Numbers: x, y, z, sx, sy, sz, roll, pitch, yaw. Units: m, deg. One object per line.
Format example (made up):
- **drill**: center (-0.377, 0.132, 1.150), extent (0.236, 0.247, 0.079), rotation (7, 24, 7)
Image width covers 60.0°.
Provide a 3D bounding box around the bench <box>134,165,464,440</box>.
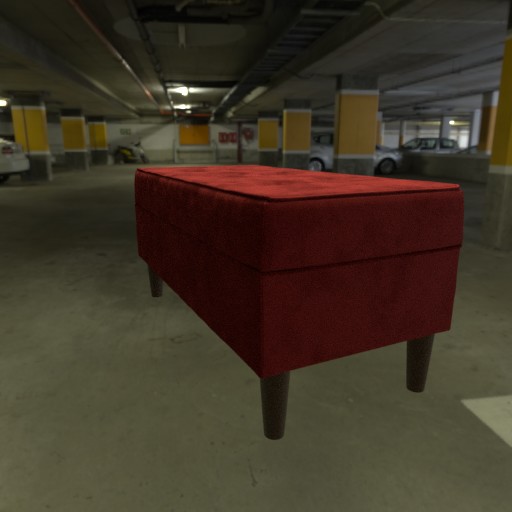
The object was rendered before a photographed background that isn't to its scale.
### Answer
- **bench**: center (0.000, 0.000, 1.290), extent (0.492, 0.471, 1.016), rotation (-7, 16, -26)
